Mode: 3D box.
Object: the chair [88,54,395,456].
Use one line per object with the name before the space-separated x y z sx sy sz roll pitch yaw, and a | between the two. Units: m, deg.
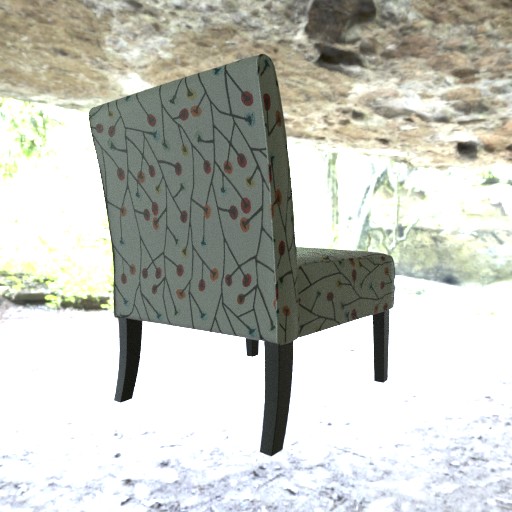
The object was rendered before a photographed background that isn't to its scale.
chair | 0.000 0.000 1.310 0.597 0.813 0.732 1 2 37
